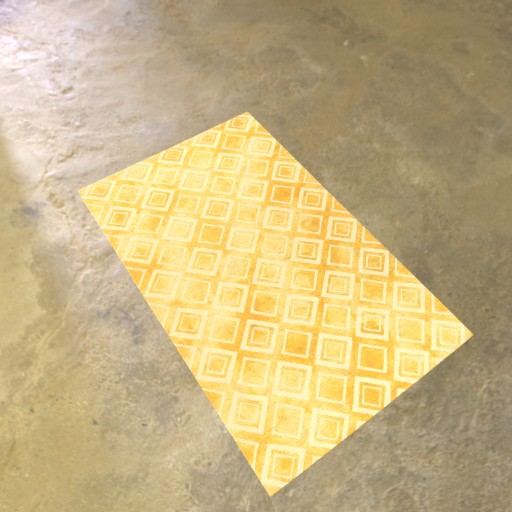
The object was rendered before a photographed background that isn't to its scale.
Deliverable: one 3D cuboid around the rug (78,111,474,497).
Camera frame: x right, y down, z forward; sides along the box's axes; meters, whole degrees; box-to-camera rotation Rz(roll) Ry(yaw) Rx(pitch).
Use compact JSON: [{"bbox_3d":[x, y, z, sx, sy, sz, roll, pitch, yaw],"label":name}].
[{"bbox_3d":[0.000,0.000,2.963,1.511,0.010,2.424,-31,63,-18],"label":"rug"}]
